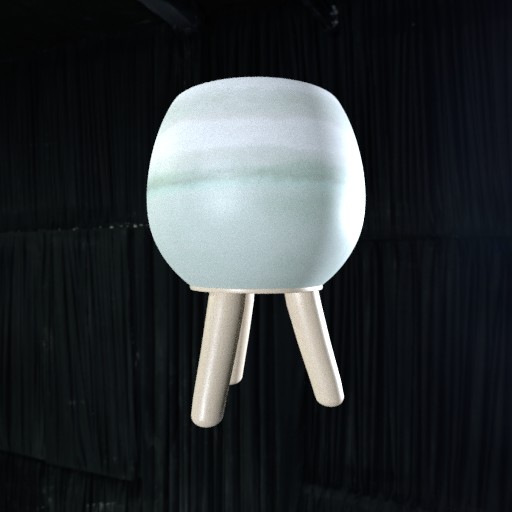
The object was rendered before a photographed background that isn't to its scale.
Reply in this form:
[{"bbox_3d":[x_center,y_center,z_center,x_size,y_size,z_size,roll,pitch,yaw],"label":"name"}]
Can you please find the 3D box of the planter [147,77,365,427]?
[{"bbox_3d":[0.000,0.000,0.337,0.161,0.224,0.161,0,0,0],"label":"planter"}]
